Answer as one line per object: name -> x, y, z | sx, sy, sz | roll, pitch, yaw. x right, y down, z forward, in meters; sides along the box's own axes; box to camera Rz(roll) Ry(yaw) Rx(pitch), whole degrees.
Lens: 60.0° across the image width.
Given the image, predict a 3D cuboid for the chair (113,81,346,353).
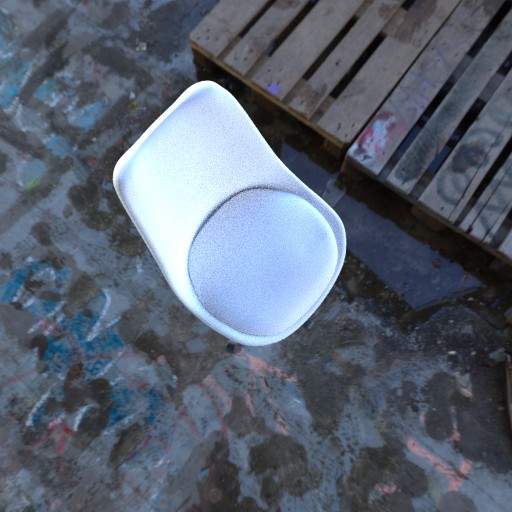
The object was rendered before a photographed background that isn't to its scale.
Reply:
chair -> 0.000, 0.000, 1.317 | 0.550, 0.930, 0.550 | 38, 79, 9
